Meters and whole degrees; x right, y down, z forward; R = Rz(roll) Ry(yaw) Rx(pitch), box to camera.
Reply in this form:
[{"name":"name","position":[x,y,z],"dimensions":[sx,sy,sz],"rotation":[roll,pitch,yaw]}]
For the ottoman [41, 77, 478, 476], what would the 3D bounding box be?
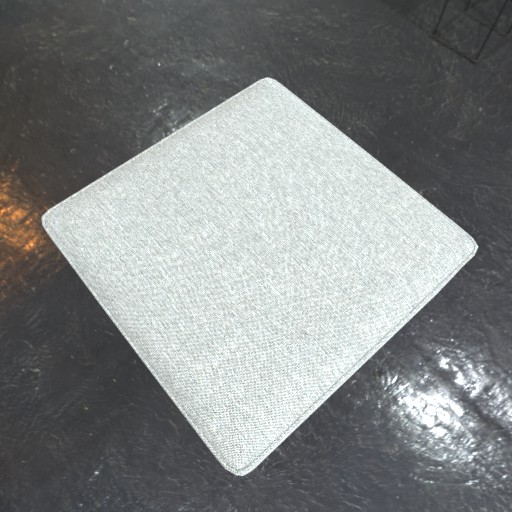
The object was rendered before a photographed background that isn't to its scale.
[{"name":"ottoman","position":[0.000,0.000,1.549],"dimensions":[1.005,0.455,1.005],"rotation":[-38,69,-17]}]
